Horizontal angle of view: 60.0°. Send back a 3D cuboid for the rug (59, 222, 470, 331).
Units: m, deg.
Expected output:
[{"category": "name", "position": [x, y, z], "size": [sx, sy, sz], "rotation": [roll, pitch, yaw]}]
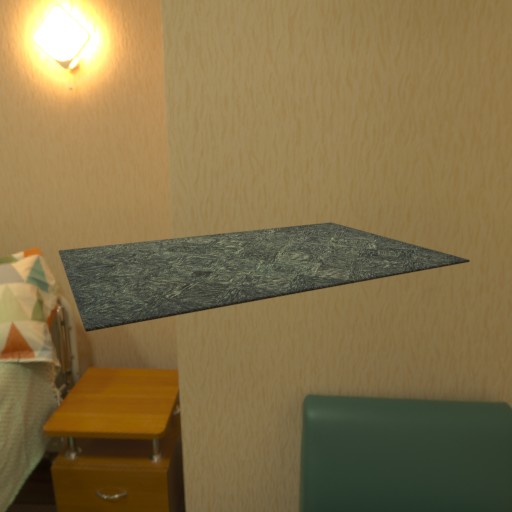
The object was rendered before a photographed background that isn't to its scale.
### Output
[{"category": "rug", "position": [0.000, 0.000, 2.963], "size": [2.330, 0.017, 1.478], "rotation": [-8, 17, -26]}]
